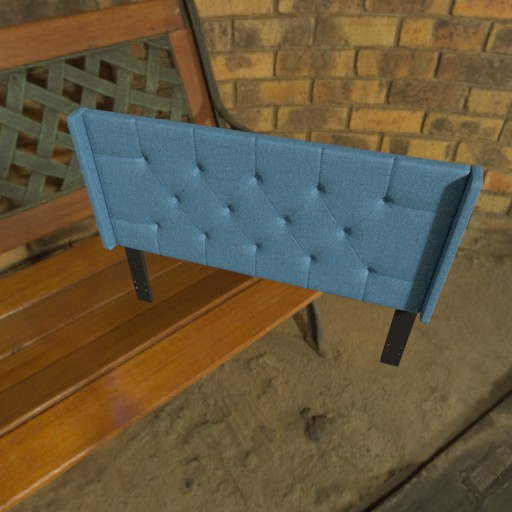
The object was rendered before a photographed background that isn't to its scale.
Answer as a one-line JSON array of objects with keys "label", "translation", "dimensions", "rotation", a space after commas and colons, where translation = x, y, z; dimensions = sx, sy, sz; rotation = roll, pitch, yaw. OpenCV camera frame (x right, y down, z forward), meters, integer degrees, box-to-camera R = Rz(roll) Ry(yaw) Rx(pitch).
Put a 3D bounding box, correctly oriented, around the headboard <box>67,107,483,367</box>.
[{"label": "headboard", "translation": [0.000, 0.000, 2.647], "dimensions": [2.051, 1.524, 0.184], "rotation": [12, 43, 14]}]
